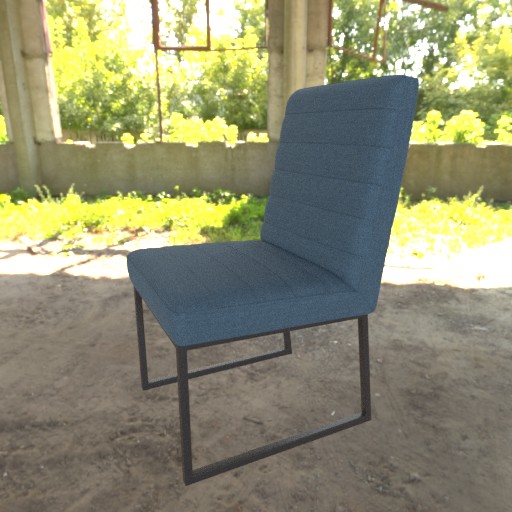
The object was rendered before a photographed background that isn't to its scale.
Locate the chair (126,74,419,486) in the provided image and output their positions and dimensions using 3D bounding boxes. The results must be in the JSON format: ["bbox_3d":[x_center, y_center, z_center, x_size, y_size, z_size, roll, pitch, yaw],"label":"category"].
[{"bbox_3d":[0.000,0.000,1.238,0.634,0.930,0.520,-8,17,-25],"label":"chair"}]
